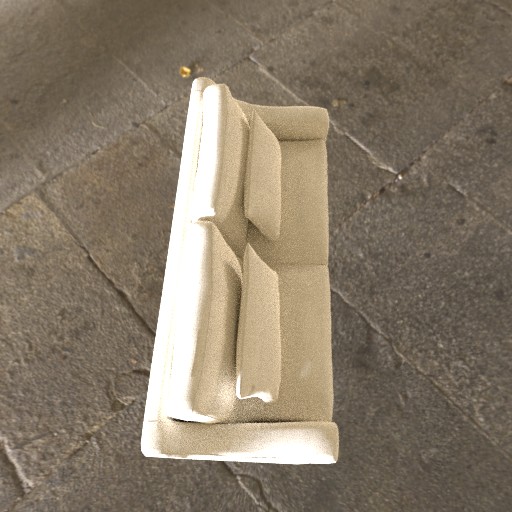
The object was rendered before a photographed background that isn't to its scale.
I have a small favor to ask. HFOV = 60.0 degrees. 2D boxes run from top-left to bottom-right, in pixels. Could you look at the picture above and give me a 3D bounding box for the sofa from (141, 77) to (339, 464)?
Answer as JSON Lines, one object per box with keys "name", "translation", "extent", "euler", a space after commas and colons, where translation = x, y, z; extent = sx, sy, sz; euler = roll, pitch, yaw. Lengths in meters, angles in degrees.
{"name": "sofa", "translation": [0.000, 0.000, 2.931], "extent": [1.009, 1.022, 2.470], "euler": [2, 65, 1]}
